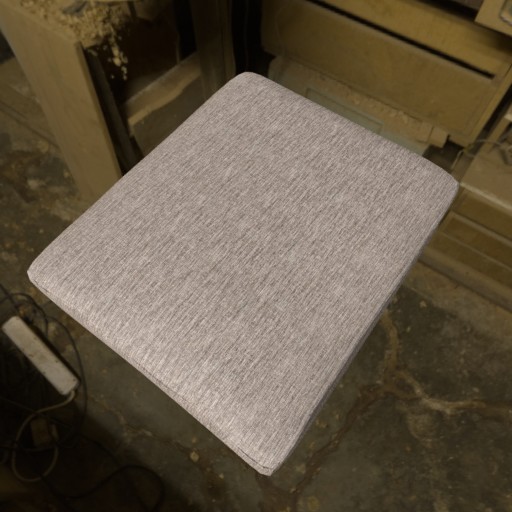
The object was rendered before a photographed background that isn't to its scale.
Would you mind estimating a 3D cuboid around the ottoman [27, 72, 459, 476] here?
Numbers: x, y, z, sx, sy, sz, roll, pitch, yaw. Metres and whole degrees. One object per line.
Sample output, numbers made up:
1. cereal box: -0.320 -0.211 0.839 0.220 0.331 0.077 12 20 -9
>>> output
1. ottoman: 0.000 0.000 1.411 0.839 0.492 0.994 33 67 16
